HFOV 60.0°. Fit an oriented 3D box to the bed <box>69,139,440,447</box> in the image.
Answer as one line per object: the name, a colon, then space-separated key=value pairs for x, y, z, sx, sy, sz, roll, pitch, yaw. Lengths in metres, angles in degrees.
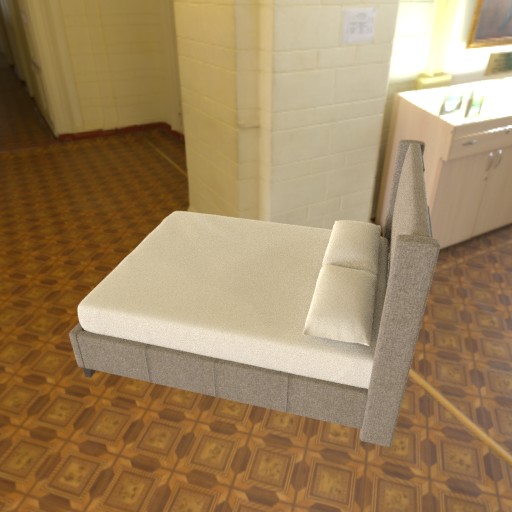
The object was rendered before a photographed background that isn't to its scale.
bed: x=0.000 y=0.000 z=3.368 sx=2.245 sy=1.481 sz=1.714 roll=8 pitch=32 yaw=13
